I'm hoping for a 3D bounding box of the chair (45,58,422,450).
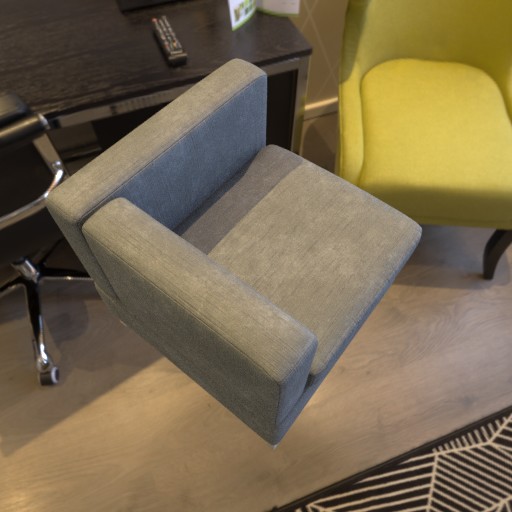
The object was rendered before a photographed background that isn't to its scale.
[{"bbox_3d":[0.000,0.000,1.234,0.680,0.660,0.680,34,64,19],"label":"chair"}]
